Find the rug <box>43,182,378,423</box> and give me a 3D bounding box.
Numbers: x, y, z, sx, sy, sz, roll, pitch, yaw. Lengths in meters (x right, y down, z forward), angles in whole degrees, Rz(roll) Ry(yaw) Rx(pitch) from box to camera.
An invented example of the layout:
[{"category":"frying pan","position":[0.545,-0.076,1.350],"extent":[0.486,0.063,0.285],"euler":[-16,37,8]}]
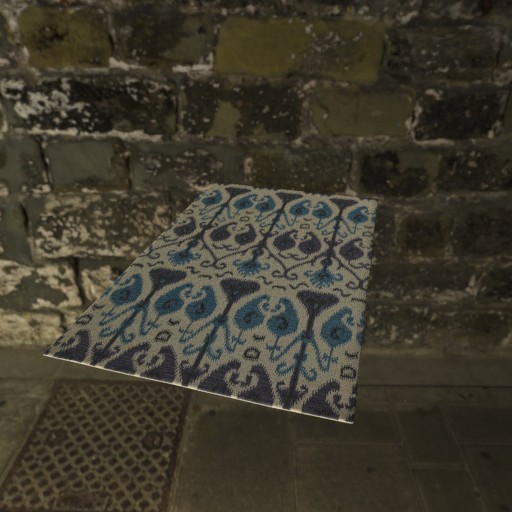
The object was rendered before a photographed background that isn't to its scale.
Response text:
[{"category":"rug","position":[0.000,0.000,2.118],"extent":[1.072,0.013,1.698],"euler":[8,32,13]}]
